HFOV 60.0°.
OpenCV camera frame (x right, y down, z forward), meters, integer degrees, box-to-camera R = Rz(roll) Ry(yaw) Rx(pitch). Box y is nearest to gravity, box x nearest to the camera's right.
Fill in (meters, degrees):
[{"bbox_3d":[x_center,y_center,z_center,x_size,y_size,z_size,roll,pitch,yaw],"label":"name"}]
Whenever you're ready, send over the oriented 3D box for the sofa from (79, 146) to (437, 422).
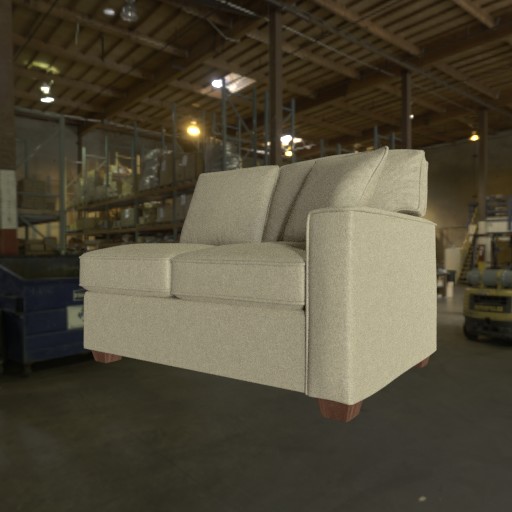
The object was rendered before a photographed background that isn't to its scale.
[{"bbox_3d":[0.000,0.000,2.056,1.388,0.989,0.991,0,1,36],"label":"sofa"}]
